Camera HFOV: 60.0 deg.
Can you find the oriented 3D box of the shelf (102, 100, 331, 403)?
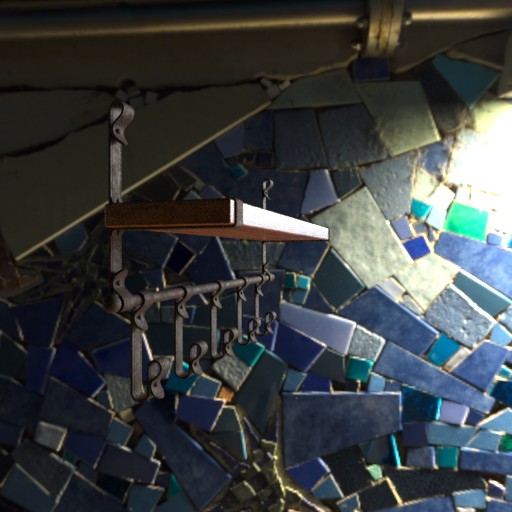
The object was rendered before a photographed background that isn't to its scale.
[{"bbox_3d":[0.000,0.000,0.696,0.146,0.330,0.567,0,0,19],"label":"shelf"}]
